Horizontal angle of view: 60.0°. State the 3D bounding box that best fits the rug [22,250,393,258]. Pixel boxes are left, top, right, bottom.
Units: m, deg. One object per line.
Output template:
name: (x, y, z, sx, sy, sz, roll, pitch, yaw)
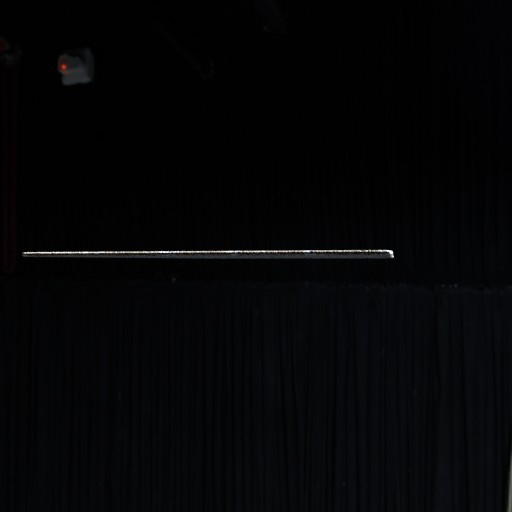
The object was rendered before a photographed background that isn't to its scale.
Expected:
rug: (0.000, 0.000, 4.125, 2.438, 0.029, 3.047, 0, -1, 17)
